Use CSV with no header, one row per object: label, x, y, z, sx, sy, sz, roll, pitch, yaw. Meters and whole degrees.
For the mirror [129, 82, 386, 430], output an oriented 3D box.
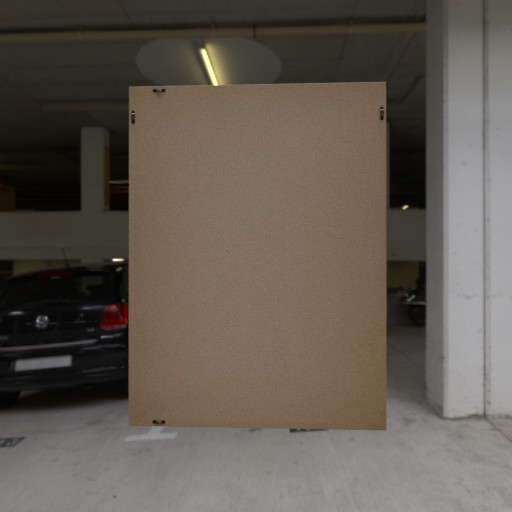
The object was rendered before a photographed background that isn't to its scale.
mirror,0.000,0.000,1.326,0.762,1.016,0.041,0,0,3
